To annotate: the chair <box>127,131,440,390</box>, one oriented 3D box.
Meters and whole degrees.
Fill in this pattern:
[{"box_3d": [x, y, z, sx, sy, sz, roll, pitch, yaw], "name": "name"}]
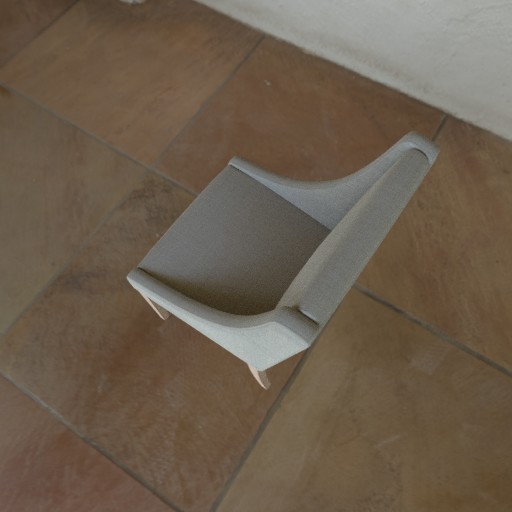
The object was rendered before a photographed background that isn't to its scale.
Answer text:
[{"box_3d": [0.000, 0.000, 1.385, 0.611, 1.021, 0.575, 33, 71, 14], "name": "chair"}]
